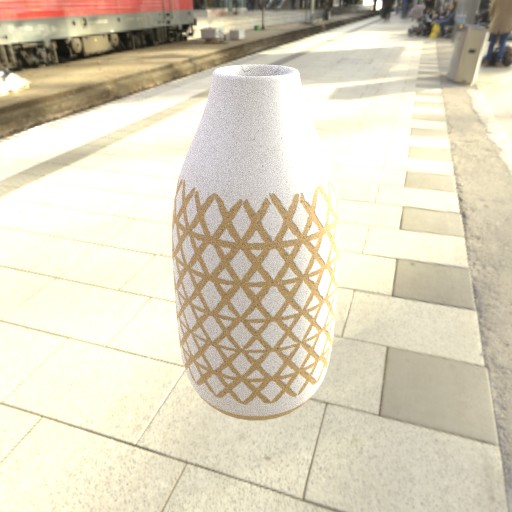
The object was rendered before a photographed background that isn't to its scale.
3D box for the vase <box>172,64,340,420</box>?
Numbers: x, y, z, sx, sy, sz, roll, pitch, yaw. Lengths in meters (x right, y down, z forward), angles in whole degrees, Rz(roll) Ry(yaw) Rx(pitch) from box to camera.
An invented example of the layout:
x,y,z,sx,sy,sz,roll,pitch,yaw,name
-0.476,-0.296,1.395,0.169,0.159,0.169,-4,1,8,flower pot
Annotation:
x,y,z,sx,sy,sz,roll,pitch,yaw,name
0.000,0.000,0.487,0.186,0.380,0.186,0,30,0,vase
